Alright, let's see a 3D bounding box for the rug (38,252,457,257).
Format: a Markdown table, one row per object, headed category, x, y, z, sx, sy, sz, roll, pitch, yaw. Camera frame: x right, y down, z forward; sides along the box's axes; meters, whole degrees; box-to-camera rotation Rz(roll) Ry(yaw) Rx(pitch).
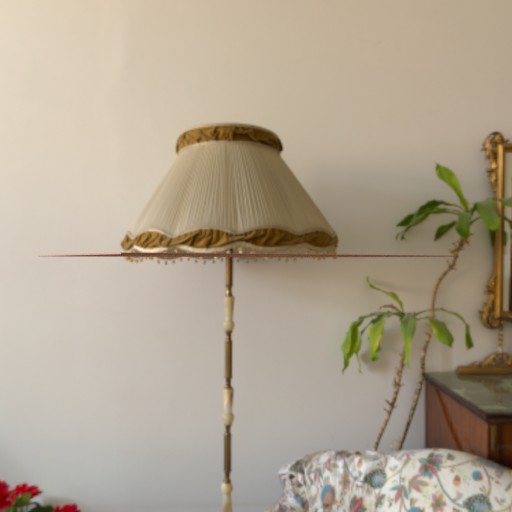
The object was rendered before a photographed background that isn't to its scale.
| category | x | y | z | sx | sy | sz | roll | pitch | yaw |
| --- | --- | --- | --- | --- | --- | --- | --- | --- | --- |
| rug | 0.000 | 0.000 | 3.024 | 2.438 | 0.008 | 1.523 | 0 | -1 | -37 |
